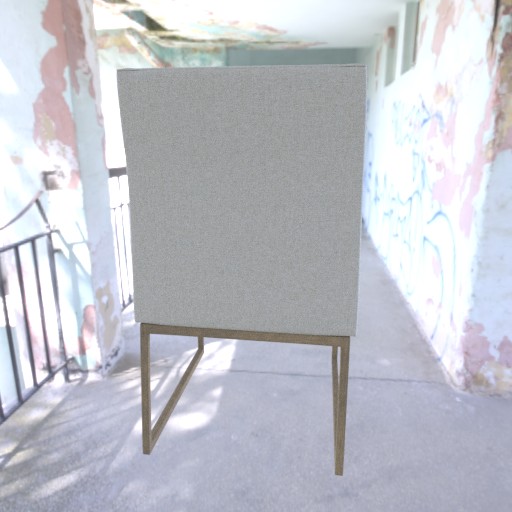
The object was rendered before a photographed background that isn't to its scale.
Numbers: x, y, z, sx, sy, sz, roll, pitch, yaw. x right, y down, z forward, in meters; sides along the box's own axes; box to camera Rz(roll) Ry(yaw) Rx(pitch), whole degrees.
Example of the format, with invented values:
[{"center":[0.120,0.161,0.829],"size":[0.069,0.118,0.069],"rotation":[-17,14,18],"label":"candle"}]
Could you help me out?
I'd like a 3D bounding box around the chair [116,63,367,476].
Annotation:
[{"center":[0.000,0.000,1.160],"size":[0.508,0.863,0.522],"rotation":[2,16,8],"label":"chair"}]
